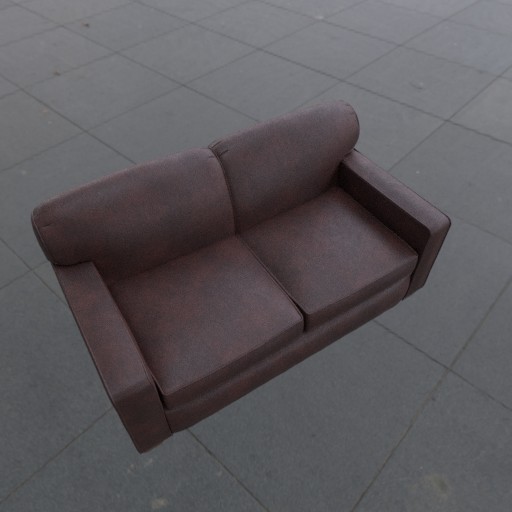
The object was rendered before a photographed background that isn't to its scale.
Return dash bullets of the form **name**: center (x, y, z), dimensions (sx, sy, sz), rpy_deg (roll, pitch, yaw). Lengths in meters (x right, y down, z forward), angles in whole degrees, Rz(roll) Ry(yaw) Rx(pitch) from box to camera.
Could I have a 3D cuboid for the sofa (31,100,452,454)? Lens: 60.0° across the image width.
- **sofa**: center (0.000, 0.000, 2.331), dimensions (1.856, 0.966, 1.000), rpy_deg (-25, 52, -21)
